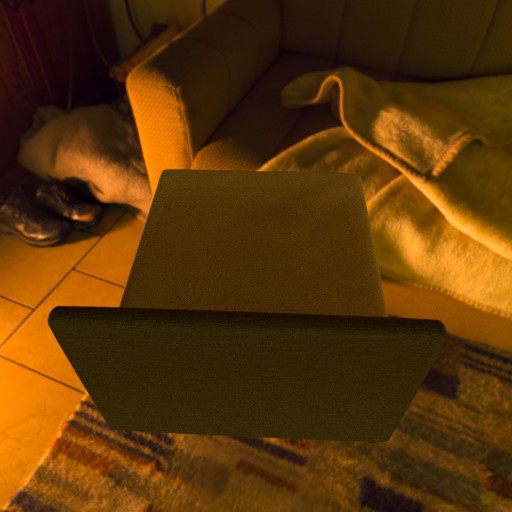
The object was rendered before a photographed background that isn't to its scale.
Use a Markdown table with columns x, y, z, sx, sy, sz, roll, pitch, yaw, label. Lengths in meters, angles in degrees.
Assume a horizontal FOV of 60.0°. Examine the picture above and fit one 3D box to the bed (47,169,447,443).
| x | y | z | sx | sy | sz | roll | pitch | yaw | label |
| --- | --- | --- | --- | --- | --- | --- | --- | --- | --- |
| 0.000 | 0.000 | 3.160 | 1.884 | 1.330 | 2.142 | 2 | 47 | 2 | bed |
